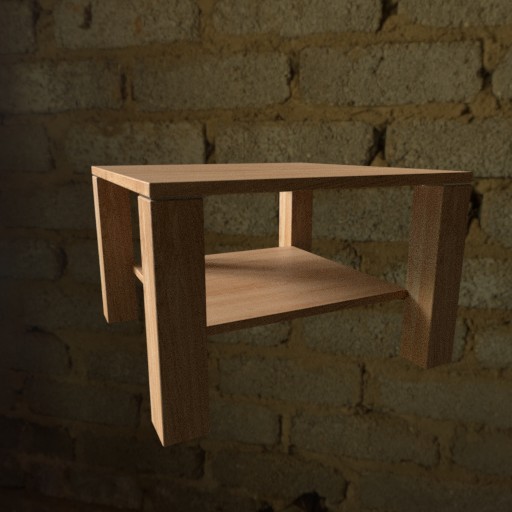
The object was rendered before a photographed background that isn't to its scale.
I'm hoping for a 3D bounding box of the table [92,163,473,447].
[{"bbox_3d":[0.000,0.000,1.162,0.700,0.450,0.700,-7,15,-26],"label":"table"}]
